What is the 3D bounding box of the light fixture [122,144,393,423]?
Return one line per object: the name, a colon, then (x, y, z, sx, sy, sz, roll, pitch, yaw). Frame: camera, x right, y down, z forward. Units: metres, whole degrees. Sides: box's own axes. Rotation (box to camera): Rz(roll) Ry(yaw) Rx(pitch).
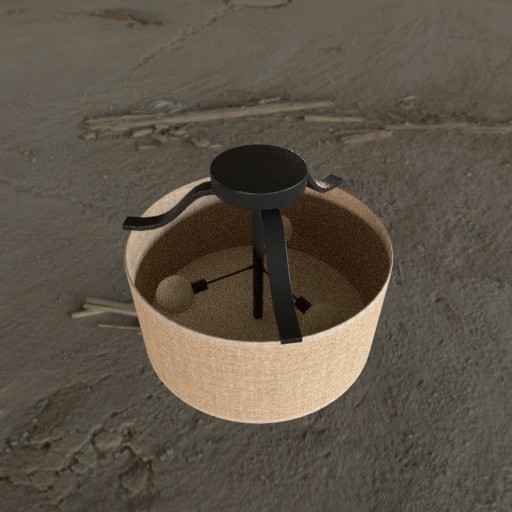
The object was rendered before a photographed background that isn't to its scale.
light fixture: (0.000, 0.000, 0.670, 0.390, 0.306, 0.390, 0, 41, 0)
